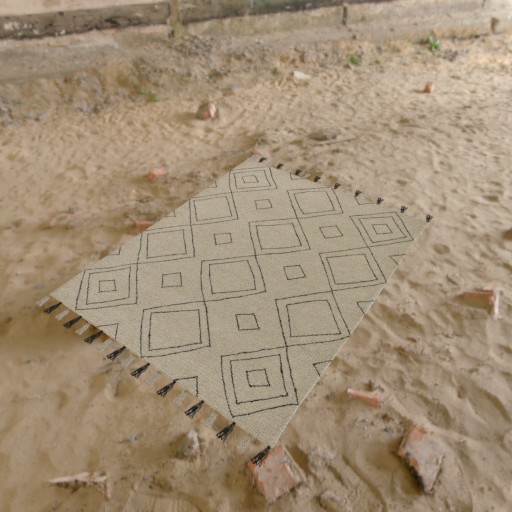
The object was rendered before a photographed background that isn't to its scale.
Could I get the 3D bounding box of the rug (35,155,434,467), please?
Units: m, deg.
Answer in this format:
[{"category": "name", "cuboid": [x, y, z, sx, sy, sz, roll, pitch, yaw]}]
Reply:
[{"category": "rug", "cuboid": [0.000, 0.000, 4.237, 2.342, 0.026, 3.221, 25, 47, 26]}]
